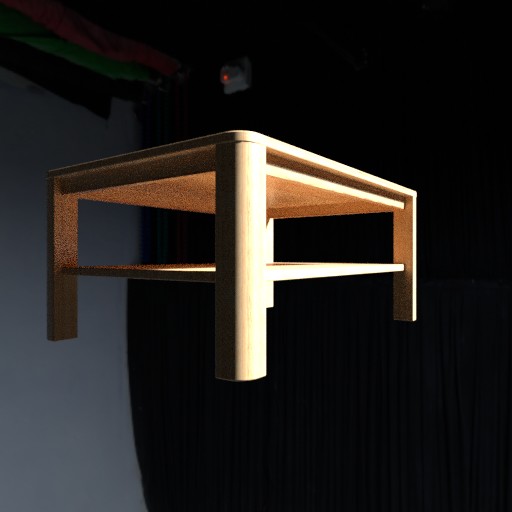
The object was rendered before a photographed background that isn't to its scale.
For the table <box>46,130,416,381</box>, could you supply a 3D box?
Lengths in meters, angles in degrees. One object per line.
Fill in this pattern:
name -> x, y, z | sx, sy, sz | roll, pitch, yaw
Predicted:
table -> 0.000, 0.000, 1.375 | 0.696, 0.445, 0.997 | 0, 0, 37
